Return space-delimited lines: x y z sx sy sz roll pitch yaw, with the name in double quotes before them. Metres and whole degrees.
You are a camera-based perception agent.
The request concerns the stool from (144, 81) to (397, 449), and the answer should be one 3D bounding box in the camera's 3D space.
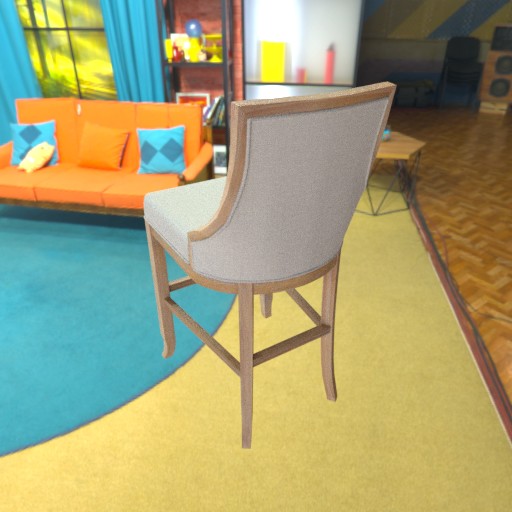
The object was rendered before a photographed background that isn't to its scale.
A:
"stool" 0.000 0.000 1.438 0.524 1.101 0.626 -18 35 -27
